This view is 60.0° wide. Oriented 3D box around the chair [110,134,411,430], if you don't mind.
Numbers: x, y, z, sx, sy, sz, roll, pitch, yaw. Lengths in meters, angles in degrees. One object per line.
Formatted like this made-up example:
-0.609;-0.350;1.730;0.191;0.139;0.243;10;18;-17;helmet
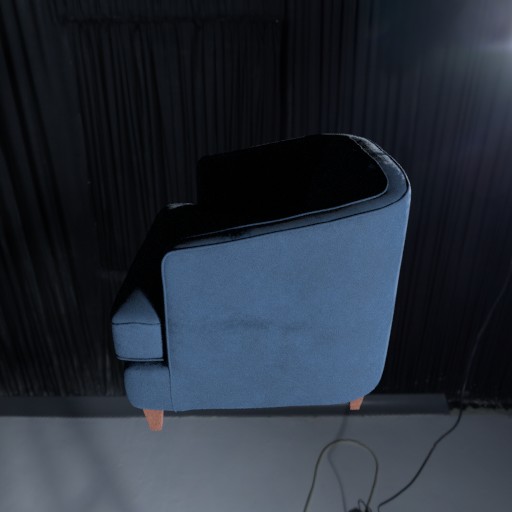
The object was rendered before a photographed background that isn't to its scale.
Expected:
0.000;0.000;1.780;0.940;0.852;1.094;0;26;-1;chair
